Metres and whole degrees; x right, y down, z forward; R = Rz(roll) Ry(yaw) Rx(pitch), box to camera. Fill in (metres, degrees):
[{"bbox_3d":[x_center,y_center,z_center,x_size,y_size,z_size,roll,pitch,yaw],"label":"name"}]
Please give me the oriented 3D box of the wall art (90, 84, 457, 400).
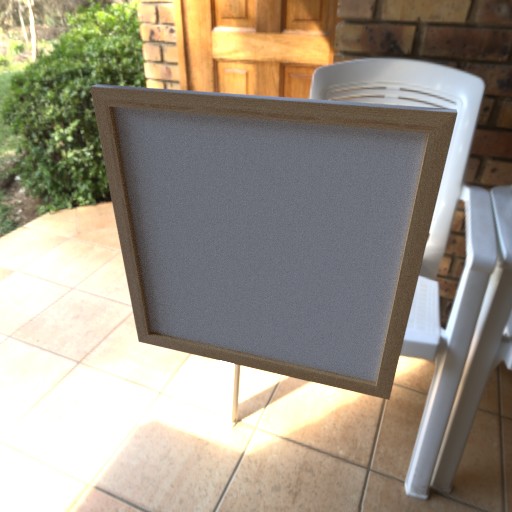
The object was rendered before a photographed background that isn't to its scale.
[{"bbox_3d":[0.000,0.000,1.100,0.762,0.762,0.027,9,33,15],"label":"wall art"}]
